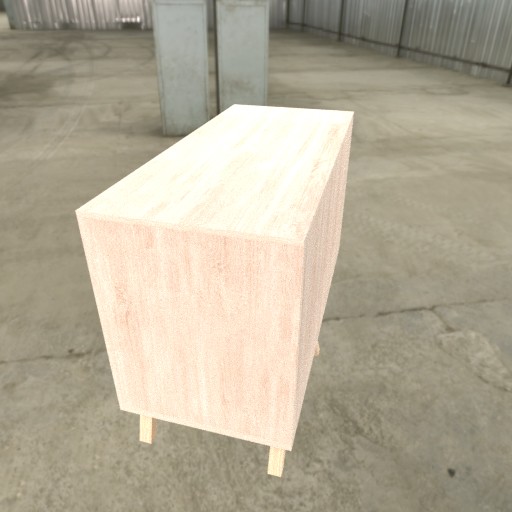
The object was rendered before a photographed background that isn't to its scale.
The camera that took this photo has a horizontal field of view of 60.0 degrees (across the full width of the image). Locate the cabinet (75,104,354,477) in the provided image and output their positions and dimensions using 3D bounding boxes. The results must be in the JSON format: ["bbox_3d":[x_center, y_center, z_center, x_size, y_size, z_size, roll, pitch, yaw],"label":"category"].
[{"bbox_3d":[0.000,0.000,1.557,0.500,0.780,1.110,8,32,13],"label":"cabinet"}]
